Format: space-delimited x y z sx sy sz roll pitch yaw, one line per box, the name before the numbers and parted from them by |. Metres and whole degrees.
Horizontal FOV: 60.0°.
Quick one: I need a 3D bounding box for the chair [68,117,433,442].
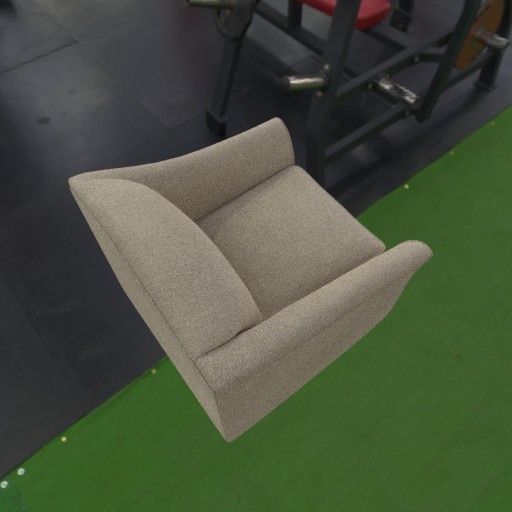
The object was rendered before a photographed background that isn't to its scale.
chair | 0.000 0.000 1.463 0.787 0.839 0.763 -33 63 -19
